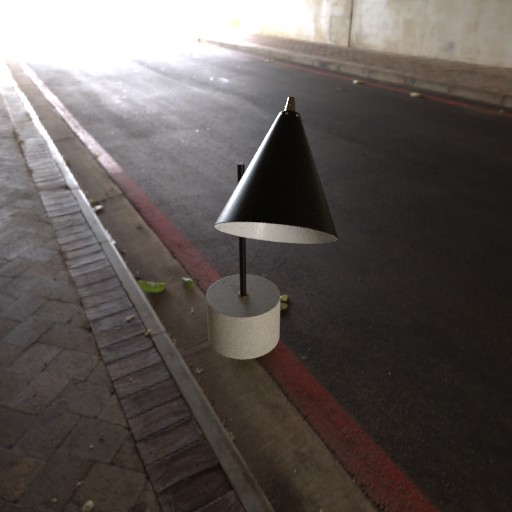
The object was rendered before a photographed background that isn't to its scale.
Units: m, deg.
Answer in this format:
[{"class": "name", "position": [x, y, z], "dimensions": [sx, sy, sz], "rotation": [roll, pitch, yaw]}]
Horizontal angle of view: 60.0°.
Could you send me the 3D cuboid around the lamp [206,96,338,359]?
[{"class": "lamp", "position": [0.000, 0.000, 0.729], "dimensions": [0.214, 0.518, 0.403], "rotation": [1, 31, 2]}]
